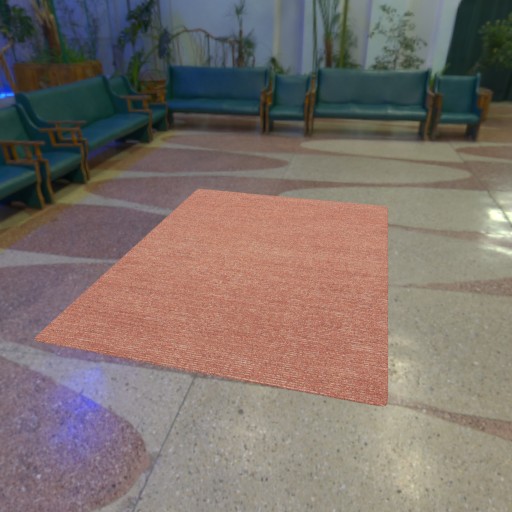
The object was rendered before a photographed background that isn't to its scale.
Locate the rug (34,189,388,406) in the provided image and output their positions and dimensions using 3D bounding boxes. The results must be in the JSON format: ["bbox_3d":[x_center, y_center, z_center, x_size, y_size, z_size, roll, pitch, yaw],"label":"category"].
[{"bbox_3d":[0.000,0.000,2.769,1.594,0.009,2.112,7,29,13],"label":"rug"}]
